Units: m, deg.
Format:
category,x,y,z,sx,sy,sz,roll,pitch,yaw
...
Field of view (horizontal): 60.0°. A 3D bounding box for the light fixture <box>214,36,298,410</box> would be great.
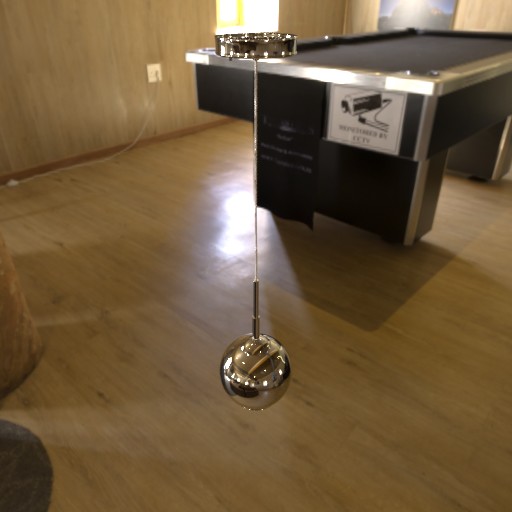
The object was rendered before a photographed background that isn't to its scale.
category,x,y,z,sx,sy,sz,roll,pitch,yaw
light fixture,0.000,0.000,1.723,0.336,1.538,0.336,-18,36,-27
